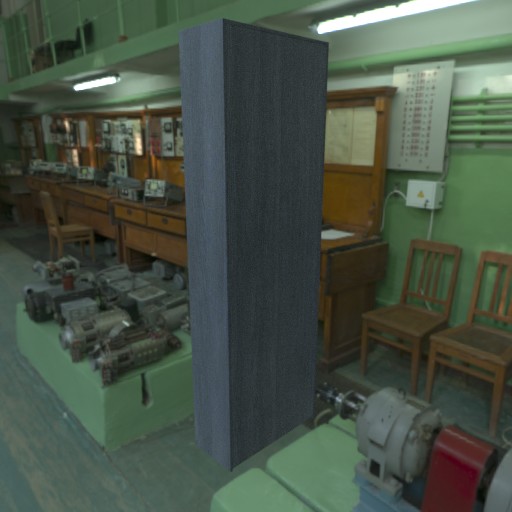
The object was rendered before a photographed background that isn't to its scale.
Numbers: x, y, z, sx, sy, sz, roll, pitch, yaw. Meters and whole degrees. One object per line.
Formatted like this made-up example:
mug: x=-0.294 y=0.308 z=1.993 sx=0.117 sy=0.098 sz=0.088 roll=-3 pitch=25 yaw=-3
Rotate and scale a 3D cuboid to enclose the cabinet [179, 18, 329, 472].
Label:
cabinet: x=0.000 y=0.000 z=1.808 sx=0.520 sy=1.630 sz=0.255 roll=-14 pitch=20 yaw=-42
